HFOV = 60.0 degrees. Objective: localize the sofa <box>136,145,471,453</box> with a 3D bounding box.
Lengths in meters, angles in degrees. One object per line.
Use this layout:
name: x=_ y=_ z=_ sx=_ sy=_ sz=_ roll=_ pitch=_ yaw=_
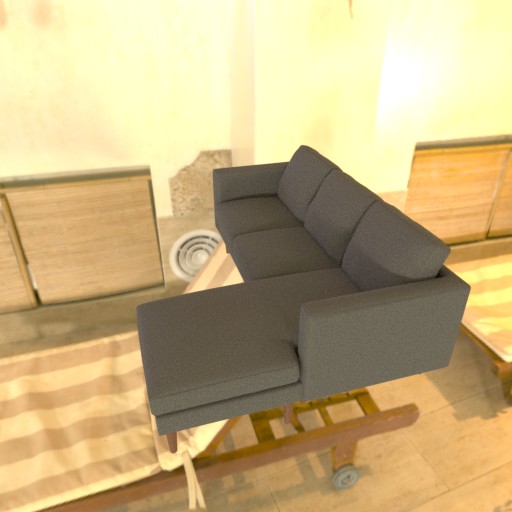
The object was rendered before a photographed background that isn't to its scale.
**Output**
sofa: x=0.000 y=0.000 z=2.903 sx=1.591 sy=0.897 sz=2.031 roll=-9 pitch=31 yaw=-15
